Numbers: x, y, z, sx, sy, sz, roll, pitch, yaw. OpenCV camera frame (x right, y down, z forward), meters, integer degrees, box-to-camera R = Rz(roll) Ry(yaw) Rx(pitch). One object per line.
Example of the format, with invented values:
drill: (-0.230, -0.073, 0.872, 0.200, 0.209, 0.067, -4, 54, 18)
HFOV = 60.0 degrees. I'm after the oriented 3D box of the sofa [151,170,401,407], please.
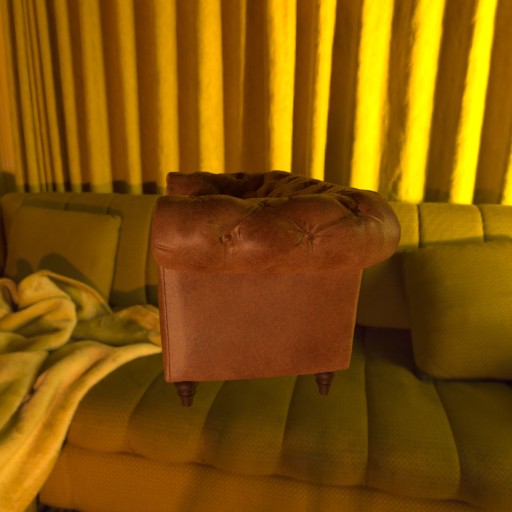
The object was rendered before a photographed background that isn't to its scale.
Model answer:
sofa: (0.000, 0.000, 2.500, 1.042, 0.877, 1.979, -2, 14, -9)
